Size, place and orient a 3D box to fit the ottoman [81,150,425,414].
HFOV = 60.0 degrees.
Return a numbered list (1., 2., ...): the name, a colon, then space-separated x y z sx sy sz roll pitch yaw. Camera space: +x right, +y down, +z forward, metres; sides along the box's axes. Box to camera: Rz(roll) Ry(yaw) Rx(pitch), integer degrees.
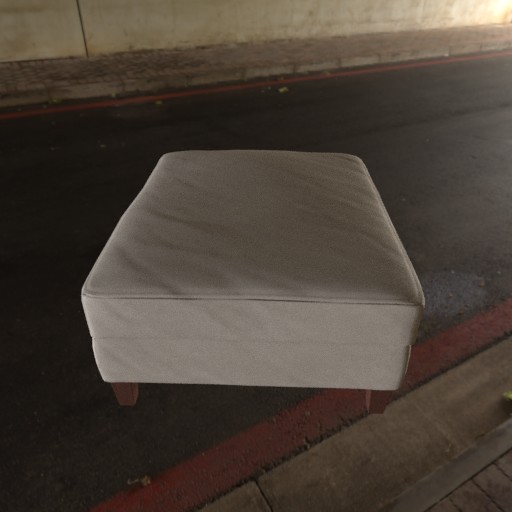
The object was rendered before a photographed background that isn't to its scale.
1. ottoman: 0.000 0.000 1.534 0.836 0.492 1.002 1 33 2
